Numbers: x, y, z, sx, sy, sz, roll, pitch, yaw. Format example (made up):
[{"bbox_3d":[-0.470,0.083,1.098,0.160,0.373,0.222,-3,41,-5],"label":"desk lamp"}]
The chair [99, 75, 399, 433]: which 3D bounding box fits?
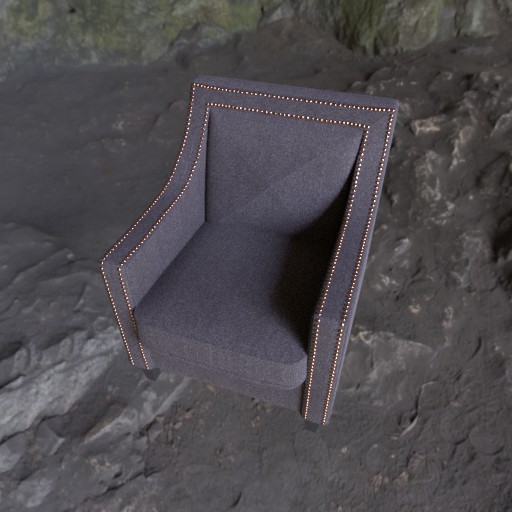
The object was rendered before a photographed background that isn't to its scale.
[{"bbox_3d":[0.000,0.000,1.635,0.776,0.967,0.884,13,43,14],"label":"chair"}]
